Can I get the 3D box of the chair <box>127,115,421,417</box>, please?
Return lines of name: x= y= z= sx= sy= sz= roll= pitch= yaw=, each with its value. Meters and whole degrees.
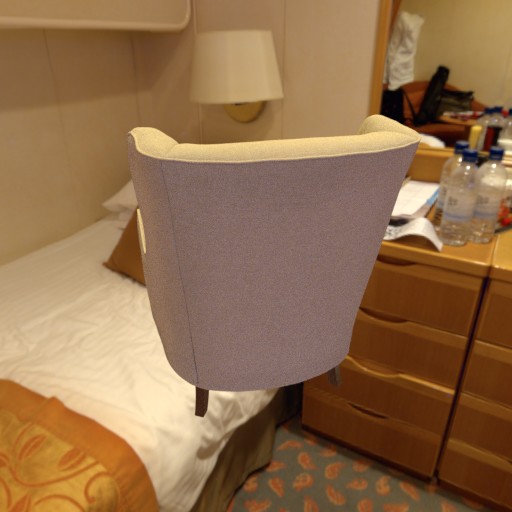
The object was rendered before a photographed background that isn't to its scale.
chair: x=0.000 y=0.000 z=1.679 sx=0.838 sy=1.040 sz=0.966 roll=-8 pitch=27 yaw=-15
